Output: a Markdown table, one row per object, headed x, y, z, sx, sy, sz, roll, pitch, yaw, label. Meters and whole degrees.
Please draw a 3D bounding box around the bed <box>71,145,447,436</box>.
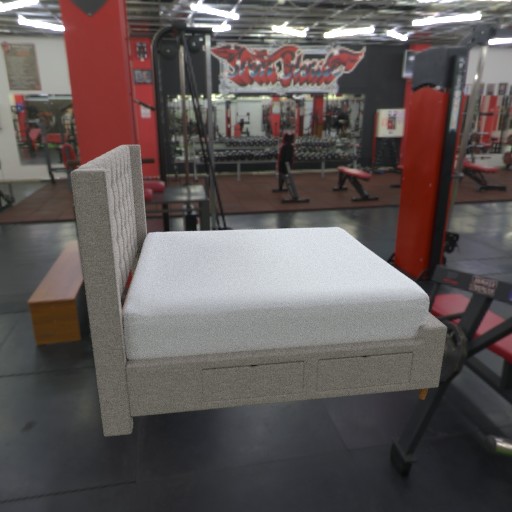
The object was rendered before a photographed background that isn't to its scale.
| x | y | z | sx | sy | sz | roll | pitch | yaw | label |
| --- | --- | --- | --- | --- | --- | --- | --- | --- | --- |
| 0.000 | 0.000 | 3.772 | 2.372 | 1.748 | 2.044 | -3 | 18 | -8 | bed |
